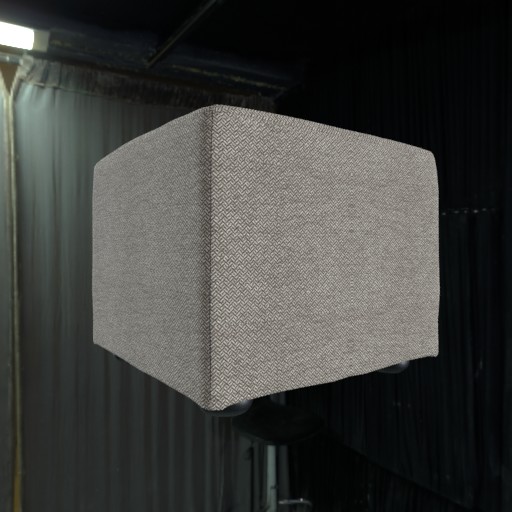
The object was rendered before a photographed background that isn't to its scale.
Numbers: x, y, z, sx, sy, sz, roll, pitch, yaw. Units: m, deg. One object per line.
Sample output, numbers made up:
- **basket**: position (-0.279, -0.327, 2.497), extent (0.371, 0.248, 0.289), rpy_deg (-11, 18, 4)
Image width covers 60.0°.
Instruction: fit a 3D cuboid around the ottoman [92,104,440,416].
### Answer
- **ottoman**: position (0.000, 0.000, 0.900), extent (0.519, 0.453, 0.512), rpy_deg (-1, 1, -36)
